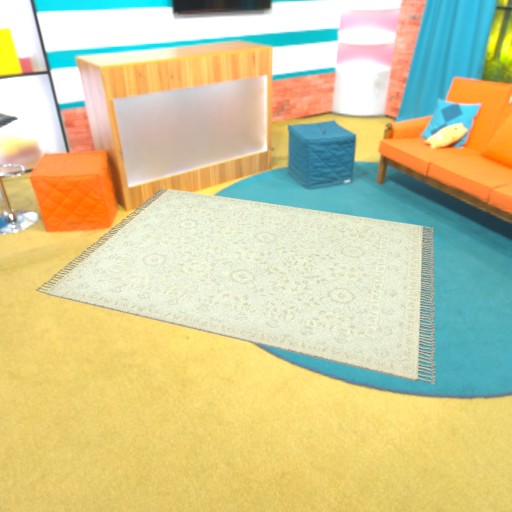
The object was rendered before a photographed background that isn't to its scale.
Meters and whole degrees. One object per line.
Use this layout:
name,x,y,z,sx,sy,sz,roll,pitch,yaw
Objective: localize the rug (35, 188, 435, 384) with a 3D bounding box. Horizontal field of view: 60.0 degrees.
rug,0.000,0.000,2.327,1.771,0.015,1.223,10,34,15
